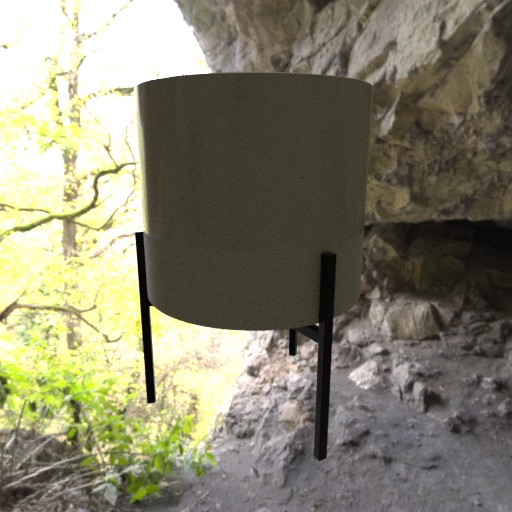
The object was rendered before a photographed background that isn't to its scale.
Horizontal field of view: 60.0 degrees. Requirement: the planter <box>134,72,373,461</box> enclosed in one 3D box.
[{"bbox_3d":[0.000,0.000,0.323,0.152,0.230,0.159,8,17,26],"label":"planter"}]
